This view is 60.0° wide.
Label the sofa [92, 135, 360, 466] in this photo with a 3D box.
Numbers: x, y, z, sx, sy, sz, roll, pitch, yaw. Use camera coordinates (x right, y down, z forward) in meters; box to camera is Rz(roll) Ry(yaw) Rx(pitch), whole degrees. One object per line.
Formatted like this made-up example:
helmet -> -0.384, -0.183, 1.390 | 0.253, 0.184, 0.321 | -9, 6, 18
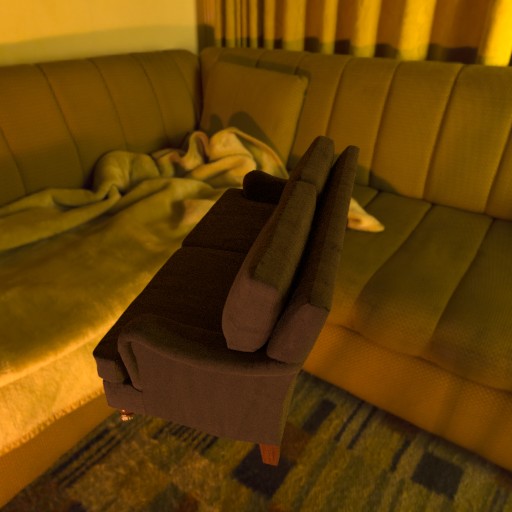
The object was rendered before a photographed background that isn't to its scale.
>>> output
sofa -> 0.000, 0.000, 2.803 | 1.086, 1.087, 2.165 | 7, 31, 12
